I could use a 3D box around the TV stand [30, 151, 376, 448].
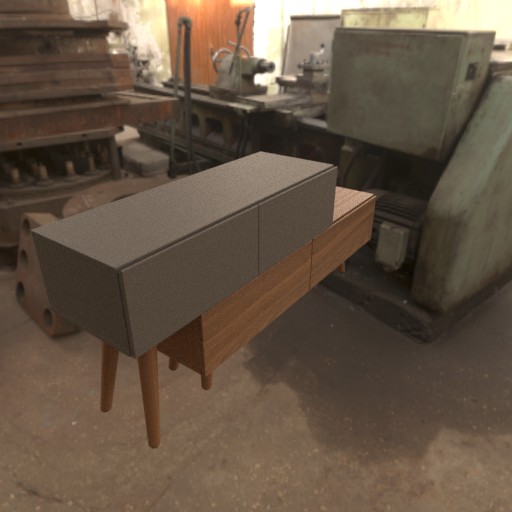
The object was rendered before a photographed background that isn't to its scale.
[{"bbox_3d":[0.000,0.000,1.564,0.329,0.591,1.336,19,33,32],"label":"TV stand"}]
